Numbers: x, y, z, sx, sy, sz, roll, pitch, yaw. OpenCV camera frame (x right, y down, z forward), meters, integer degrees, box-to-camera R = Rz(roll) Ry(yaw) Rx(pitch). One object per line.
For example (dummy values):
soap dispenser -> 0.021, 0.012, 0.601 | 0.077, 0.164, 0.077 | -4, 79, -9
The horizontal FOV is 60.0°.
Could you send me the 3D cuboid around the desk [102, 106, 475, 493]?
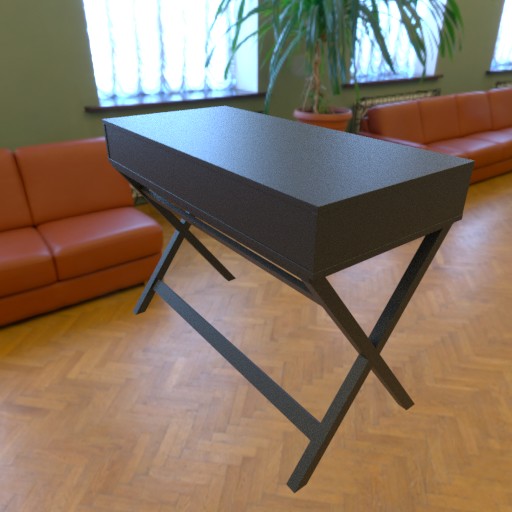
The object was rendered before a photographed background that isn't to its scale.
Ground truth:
desk -> 0.000, 0.000, 1.457 | 0.525, 0.780, 1.057 | -19, 32, -32
